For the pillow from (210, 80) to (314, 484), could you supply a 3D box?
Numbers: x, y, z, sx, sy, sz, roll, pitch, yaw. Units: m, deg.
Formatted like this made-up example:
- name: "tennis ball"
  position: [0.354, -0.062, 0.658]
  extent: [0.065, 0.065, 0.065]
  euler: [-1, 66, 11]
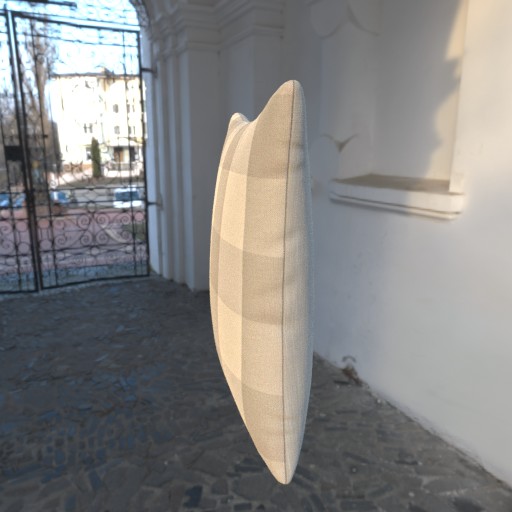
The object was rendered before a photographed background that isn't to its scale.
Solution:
- name: "pillow"
  position: [0.000, 0.000, 0.771]
  extent: [0.161, 0.509, 0.511]
  euler: [-2, 14, -9]
